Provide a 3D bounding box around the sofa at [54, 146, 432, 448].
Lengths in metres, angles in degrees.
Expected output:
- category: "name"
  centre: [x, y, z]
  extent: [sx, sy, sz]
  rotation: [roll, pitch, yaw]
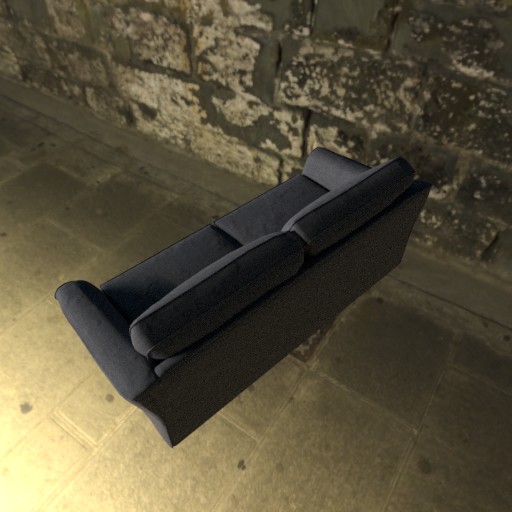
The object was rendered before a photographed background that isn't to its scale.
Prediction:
- category: "sofa"
  centre: [0.000, 0.000, 2.813]
  extent: [2.270, 0.950, 0.971]
  rotation: [-33, 55, -27]
